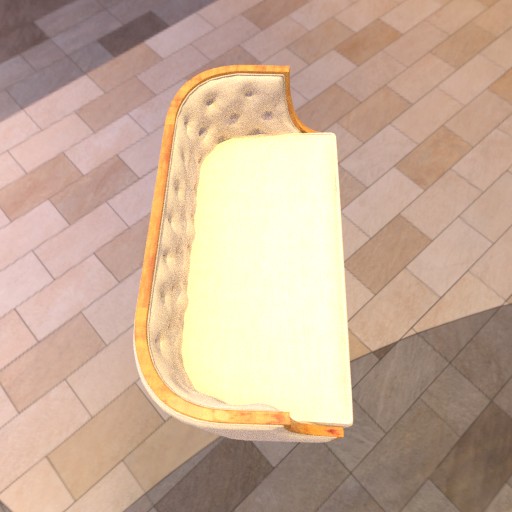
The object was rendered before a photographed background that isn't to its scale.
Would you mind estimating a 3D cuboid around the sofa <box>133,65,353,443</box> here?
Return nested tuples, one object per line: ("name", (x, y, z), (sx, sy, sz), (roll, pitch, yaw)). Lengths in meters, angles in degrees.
("sofa", (0.000, 0.000, 1.936), (0.770, 0.775, 1.474), (2, 64, 1))
